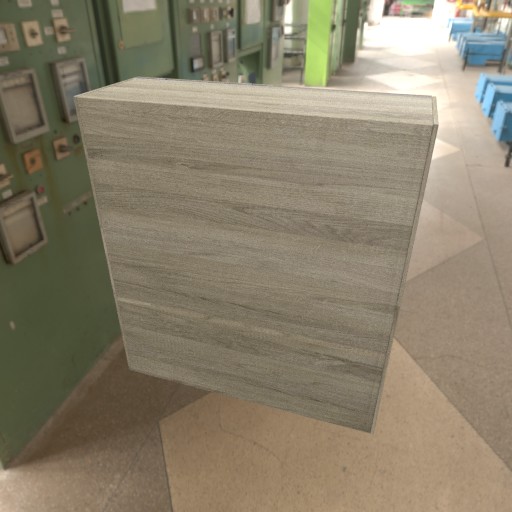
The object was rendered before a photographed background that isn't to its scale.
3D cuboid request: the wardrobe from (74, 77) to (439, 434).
[{"bbox_3d":[0.000,0.000,2.809,1.780,1.960,0.629,10,32,16],"label":"wardrobe"}]
